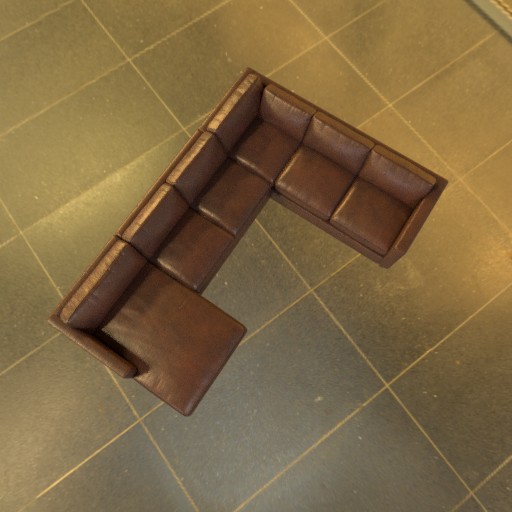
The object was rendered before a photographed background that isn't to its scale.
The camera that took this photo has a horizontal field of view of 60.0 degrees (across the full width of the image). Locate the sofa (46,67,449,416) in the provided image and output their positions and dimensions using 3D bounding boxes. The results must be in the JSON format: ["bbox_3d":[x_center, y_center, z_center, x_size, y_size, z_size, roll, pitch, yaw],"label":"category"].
[{"bbox_3d":[0.000,0.000,4.530,2.452,0.891,3.324,33,77,9],"label":"sofa"}]
